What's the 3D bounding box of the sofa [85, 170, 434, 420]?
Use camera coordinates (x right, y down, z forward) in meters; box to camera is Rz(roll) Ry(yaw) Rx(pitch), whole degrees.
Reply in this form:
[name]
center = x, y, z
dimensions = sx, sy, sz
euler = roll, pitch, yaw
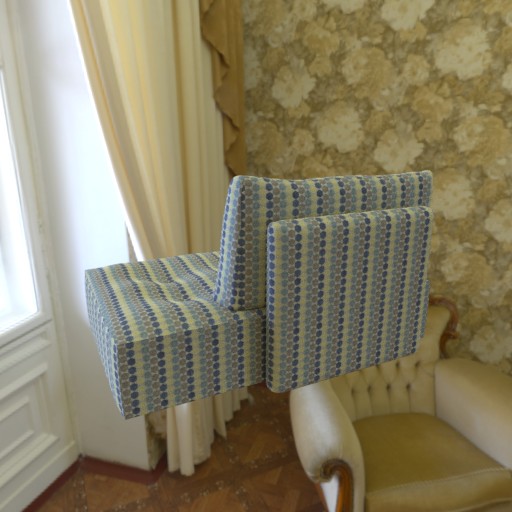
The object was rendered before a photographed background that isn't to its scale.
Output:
[sofa]
center = 0.000, 0.000, 2.062
dimensions = 1.450, 0.820, 1.000
euler = -8, 18, -26
